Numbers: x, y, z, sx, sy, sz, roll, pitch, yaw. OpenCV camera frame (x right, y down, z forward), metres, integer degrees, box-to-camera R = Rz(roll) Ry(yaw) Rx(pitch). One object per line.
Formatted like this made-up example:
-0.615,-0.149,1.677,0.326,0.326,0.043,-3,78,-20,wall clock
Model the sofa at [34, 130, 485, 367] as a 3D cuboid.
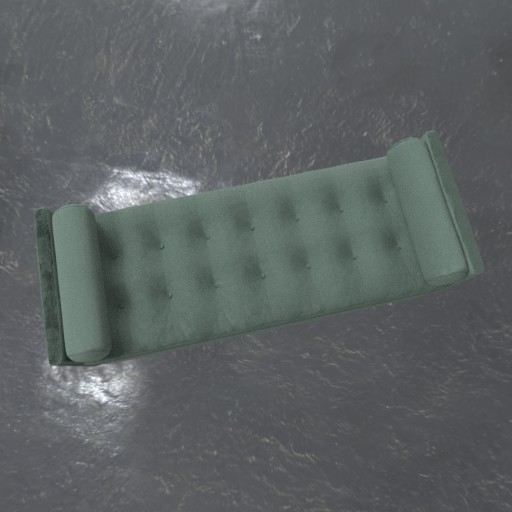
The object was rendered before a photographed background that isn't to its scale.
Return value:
0.000,0.000,2.425,2.102,0.705,0.796,-12,76,-3,sofa
